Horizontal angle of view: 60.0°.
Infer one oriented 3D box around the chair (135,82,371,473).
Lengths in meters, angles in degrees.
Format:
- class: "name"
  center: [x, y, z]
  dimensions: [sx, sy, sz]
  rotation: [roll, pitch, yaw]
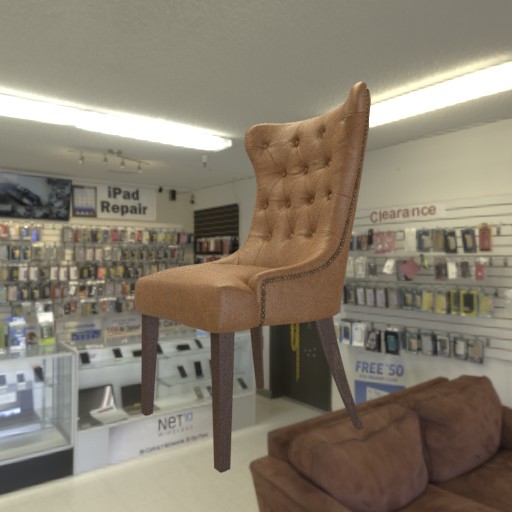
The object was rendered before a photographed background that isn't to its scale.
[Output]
- class: "chair"
  center: [0.000, 0.000, 1.456]
  dimensions: [0.669, 1.065, 0.611]
  rotation: [0, 0, -36]
